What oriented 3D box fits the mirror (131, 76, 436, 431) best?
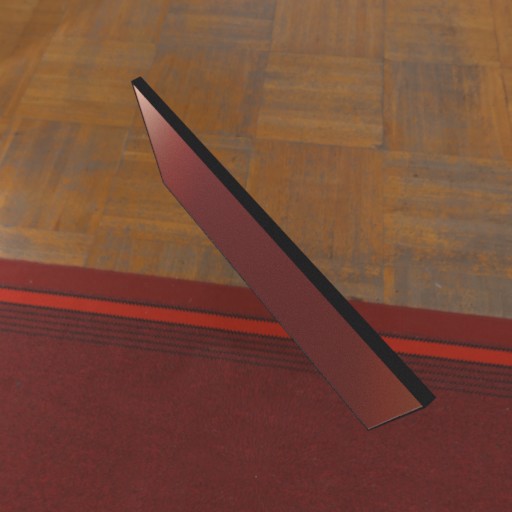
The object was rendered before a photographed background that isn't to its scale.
[{"bbox_3d":[0.000,0.000,1.815,0.047,0.692,1.584,-35,69,-16],"label":"mirror"}]
